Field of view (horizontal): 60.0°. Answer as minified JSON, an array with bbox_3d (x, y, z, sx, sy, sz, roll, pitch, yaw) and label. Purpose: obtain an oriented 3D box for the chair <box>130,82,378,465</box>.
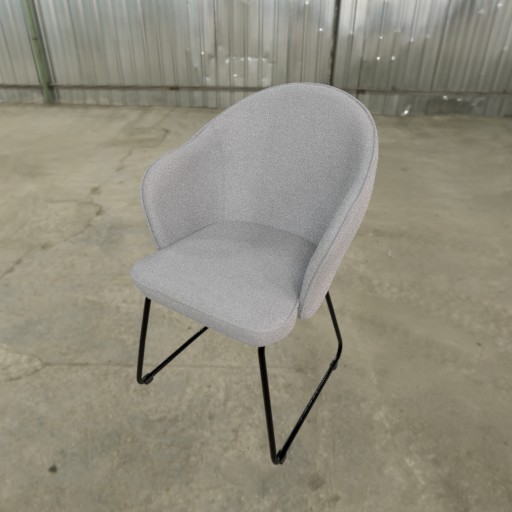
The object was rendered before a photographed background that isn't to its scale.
[{"bbox_3d":[0.000,0.000,1.222,0.570,0.817,0.592,18,36,27],"label":"chair"}]
